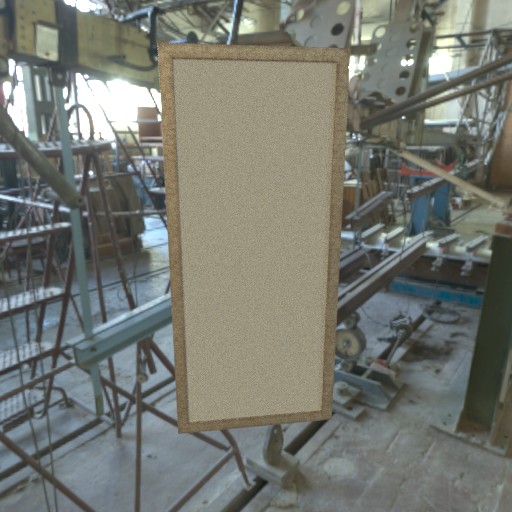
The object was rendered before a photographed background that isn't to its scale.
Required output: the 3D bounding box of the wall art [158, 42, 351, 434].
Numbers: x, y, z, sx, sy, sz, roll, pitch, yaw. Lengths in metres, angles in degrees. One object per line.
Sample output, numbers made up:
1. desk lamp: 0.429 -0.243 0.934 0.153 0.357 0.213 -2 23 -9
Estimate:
1. wall art: 0.000 0.000 1.684 0.648 1.461 0.051 -2 15 -8
